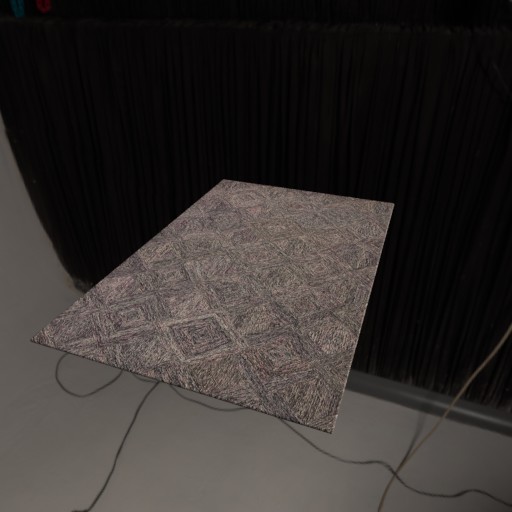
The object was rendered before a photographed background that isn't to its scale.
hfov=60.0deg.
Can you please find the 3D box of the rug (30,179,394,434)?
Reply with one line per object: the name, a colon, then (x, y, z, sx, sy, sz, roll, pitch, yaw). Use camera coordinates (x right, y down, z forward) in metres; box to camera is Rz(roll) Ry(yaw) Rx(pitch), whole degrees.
rug: (0.000, 0.000, 2.865, 1.501, 0.017, 2.298, 11, 33, 18)
